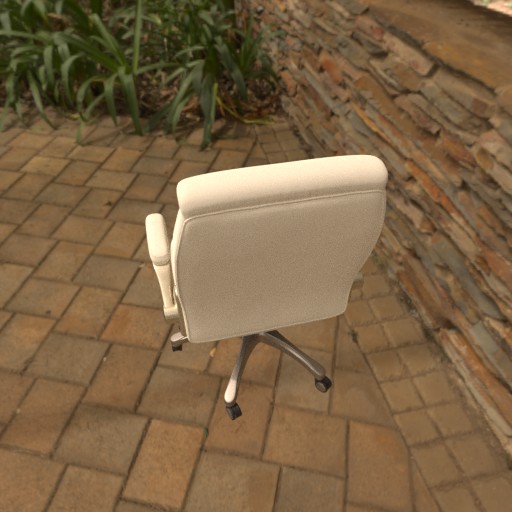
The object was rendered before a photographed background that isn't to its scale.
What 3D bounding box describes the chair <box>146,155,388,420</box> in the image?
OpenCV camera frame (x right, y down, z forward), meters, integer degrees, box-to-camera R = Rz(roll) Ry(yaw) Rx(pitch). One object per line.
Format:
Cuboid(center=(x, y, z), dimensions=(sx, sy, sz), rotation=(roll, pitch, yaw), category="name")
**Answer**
Cuboid(center=(0.000, 0.000, 1.625), dimensions=(0.740, 1.110, 0.794), rotation=(-12, 42, -13), category="chair")
